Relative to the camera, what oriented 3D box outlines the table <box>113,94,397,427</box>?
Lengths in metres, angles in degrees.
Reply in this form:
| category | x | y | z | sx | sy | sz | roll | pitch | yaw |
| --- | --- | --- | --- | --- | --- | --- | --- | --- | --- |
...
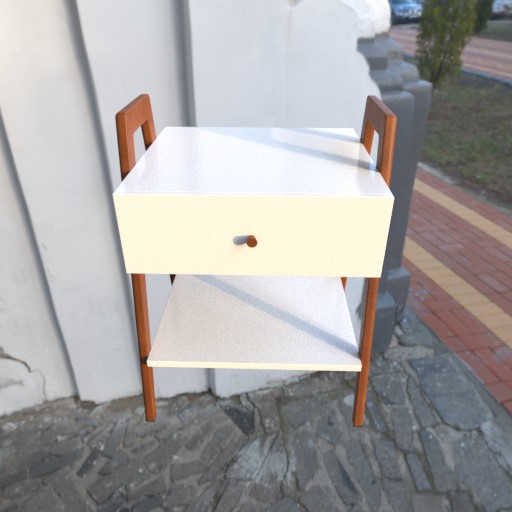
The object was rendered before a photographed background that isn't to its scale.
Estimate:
| category | x | y | z | sx | sy | sz | roll | pitch | yaw |
| --- | --- | --- | --- | --- | --- | --- | --- | --- | --- |
| table | 0.000 | 0.000 | 0.922 | 0.457 | 0.610 | 0.405 | 1 | 31 | 1 |
